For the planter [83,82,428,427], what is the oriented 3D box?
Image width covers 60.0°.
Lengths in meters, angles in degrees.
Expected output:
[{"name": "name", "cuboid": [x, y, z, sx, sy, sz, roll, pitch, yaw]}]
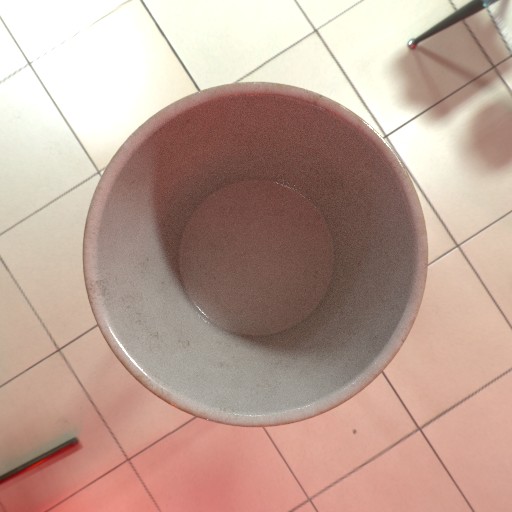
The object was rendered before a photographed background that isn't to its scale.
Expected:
[{"name": "planter", "cuboid": [0.000, 0.000, 0.214, 0.126, 0.104, 0.126, 0, 89, 0]}]
